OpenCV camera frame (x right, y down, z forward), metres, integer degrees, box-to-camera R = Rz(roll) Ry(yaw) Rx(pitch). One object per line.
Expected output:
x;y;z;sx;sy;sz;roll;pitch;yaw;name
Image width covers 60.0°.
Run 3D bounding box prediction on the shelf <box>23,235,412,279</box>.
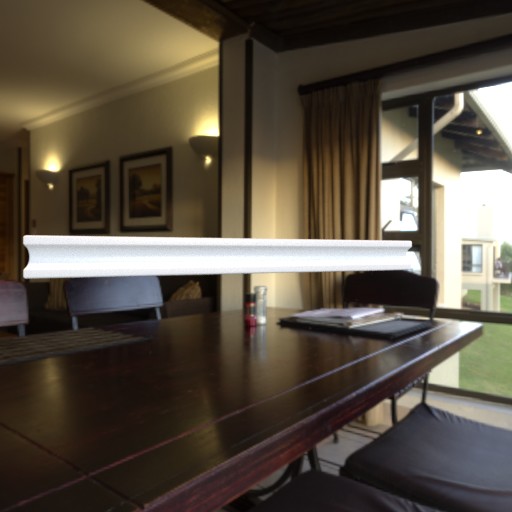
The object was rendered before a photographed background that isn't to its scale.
0.000;0.000;0.446;0.296;0.035;0.296;0;1;19;shelf
